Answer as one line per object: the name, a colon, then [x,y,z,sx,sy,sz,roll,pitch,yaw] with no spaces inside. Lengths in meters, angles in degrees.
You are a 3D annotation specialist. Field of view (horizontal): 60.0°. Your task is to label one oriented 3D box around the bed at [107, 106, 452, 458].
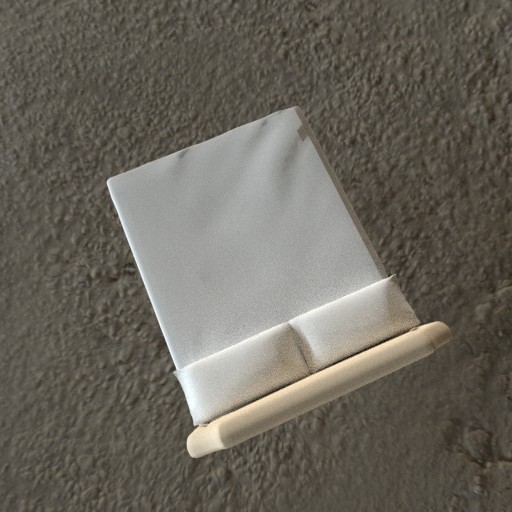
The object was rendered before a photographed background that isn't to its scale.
bed: [0.000,0.000,3.907,2.134,1.524,2.548,-23,76,-6]
